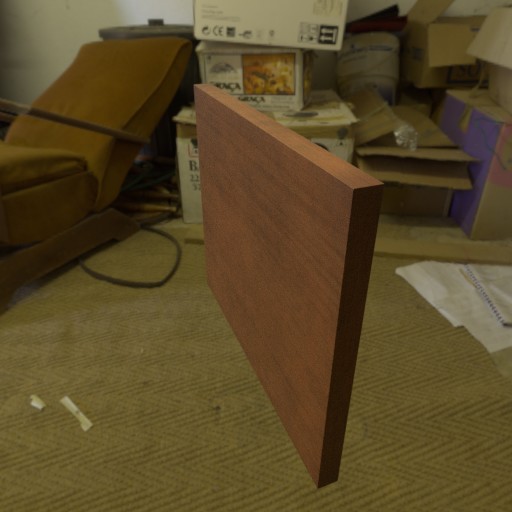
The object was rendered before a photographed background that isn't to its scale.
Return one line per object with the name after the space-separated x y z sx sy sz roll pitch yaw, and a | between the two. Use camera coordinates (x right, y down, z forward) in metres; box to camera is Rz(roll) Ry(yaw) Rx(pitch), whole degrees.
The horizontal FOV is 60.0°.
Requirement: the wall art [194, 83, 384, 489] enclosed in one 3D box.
0.000 0.000 0.742 0.033 0.457 0.558 -12 33 -18 | wall art
